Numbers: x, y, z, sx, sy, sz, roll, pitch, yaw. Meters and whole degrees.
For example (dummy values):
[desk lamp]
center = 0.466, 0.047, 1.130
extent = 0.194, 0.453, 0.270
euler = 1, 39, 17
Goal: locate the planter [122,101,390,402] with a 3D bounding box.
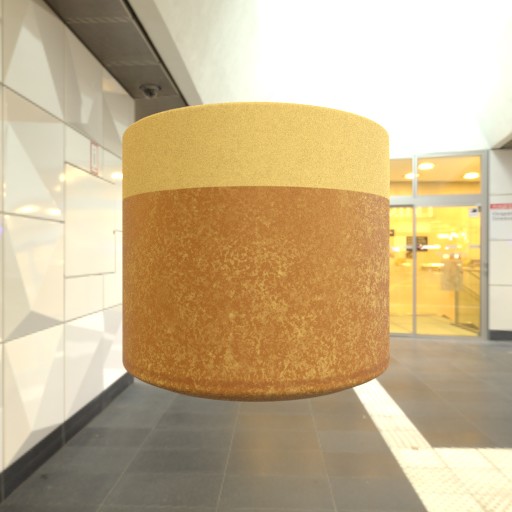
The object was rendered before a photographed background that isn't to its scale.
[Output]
[planter]
center = 0.000, 0.000, 0.275
extent = 0.159, 0.138, 0.159
euler = 0, 0, 0
